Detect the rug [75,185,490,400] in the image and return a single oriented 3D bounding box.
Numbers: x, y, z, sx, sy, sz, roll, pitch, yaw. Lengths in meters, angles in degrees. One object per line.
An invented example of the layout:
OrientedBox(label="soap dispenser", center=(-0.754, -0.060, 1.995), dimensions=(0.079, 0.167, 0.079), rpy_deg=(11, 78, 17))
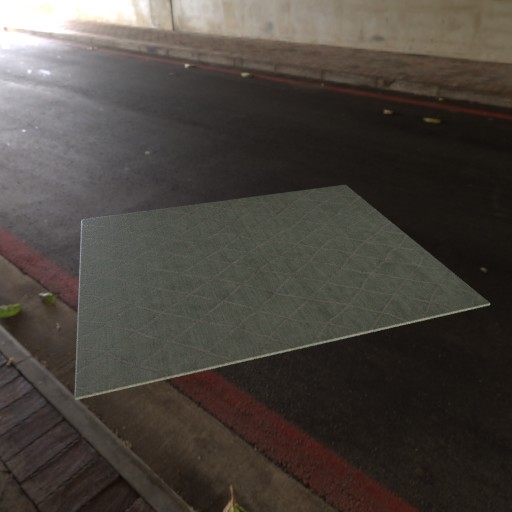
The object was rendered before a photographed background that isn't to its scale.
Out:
OrientedBox(label="rug", center=(0.000, 0.000, 4.016), dimensions=(3.039, 0.019, 2.420), rpy_deg=(-10, 33, -15))
